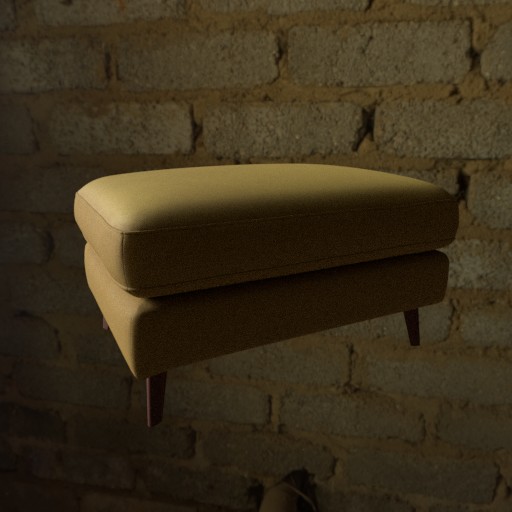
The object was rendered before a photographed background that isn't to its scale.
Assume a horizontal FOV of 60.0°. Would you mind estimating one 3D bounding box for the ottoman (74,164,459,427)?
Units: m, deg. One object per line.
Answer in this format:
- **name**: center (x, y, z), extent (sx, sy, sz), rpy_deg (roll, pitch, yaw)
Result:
- **ottoman**: center (0.000, 0.000, 1.144), extent (0.811, 0.449, 0.608), rpy_deg (-8, 18, -27)
